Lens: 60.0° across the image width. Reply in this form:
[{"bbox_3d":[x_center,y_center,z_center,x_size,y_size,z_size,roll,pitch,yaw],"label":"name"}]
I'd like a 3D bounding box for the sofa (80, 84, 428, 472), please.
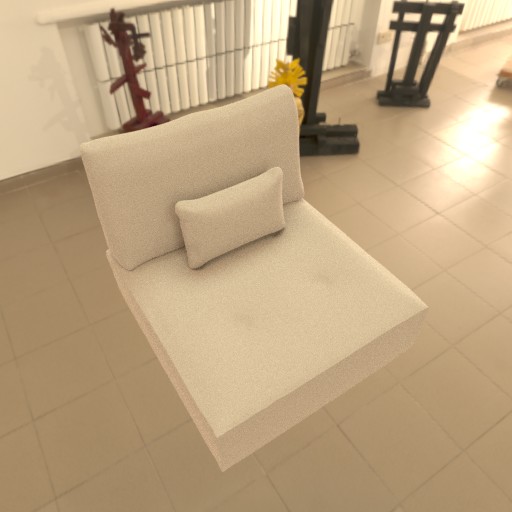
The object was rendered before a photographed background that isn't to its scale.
[{"bbox_3d":[0.000,0.000,1.722,0.935,0.828,1.000,-25,50,-23],"label":"sofa"}]
